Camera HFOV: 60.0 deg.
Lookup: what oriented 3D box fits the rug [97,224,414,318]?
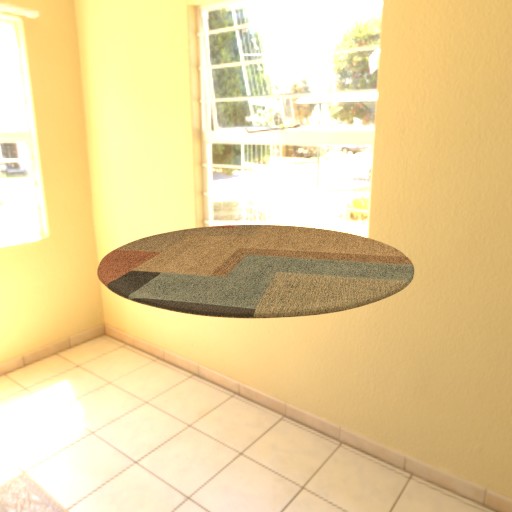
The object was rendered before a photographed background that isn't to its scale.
[{"bbox_3d":[0.000,0.000,3.635,2.461,0.033,2.461,0,16,0],"label":"rug"}]
